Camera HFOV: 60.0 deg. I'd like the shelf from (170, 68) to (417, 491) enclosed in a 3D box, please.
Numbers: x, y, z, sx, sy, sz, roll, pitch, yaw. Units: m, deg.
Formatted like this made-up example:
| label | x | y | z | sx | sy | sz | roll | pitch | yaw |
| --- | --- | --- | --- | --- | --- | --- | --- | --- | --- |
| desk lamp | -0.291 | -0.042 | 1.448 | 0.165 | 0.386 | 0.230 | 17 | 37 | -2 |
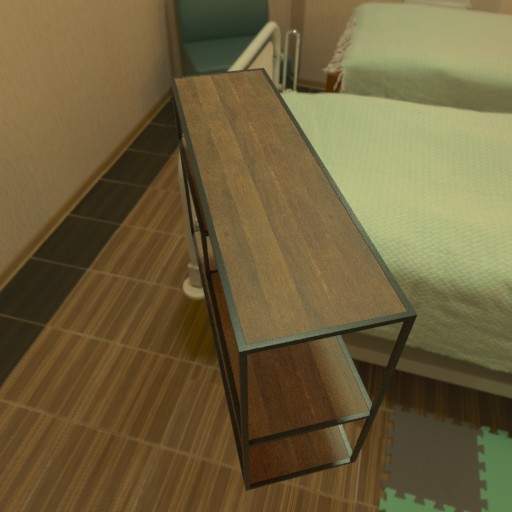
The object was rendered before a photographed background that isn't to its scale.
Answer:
| label | x | y | z | sx | sy | sz | roll | pitch | yaw |
| --- | --- | --- | --- | --- | --- | --- | --- | --- | --- |
| shelf | 0.000 | 0.000 | 1.512 | 0.361 | 0.765 | 1.201 | -10 | 46 | -10 |
